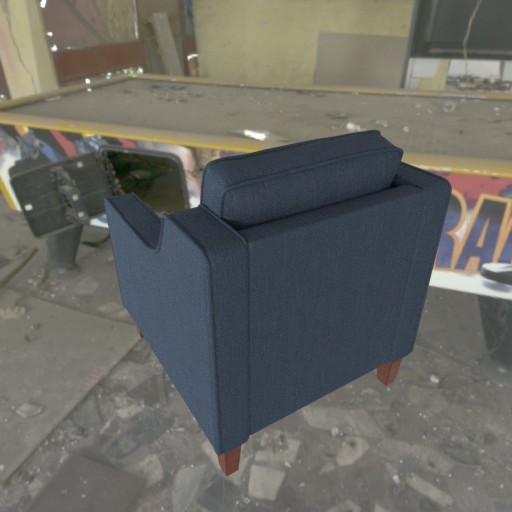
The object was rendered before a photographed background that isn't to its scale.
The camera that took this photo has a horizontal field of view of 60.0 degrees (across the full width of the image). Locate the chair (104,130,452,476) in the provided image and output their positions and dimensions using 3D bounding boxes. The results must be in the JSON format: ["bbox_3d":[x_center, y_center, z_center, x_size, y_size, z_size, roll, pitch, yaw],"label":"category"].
[{"bbox_3d":[0.000,0.000,1.634,0.831,0.960,0.909,-17,34,-28],"label":"chair"}]
